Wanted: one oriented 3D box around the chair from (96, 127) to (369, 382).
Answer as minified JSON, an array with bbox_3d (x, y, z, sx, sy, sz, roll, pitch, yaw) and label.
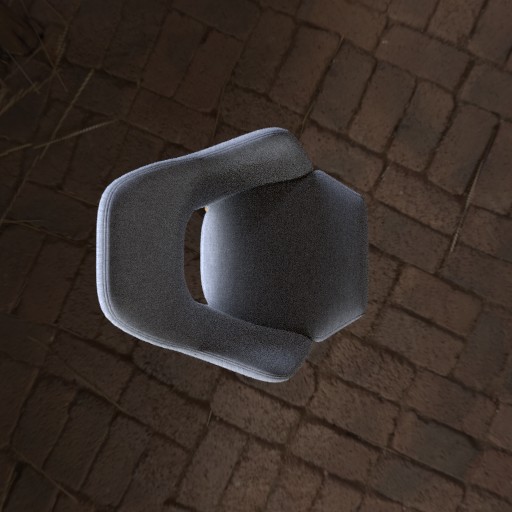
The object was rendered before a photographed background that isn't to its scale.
[{"bbox_3d":[0.000,0.000,1.231,0.610,0.840,0.590,0,89,-1],"label":"chair"}]
